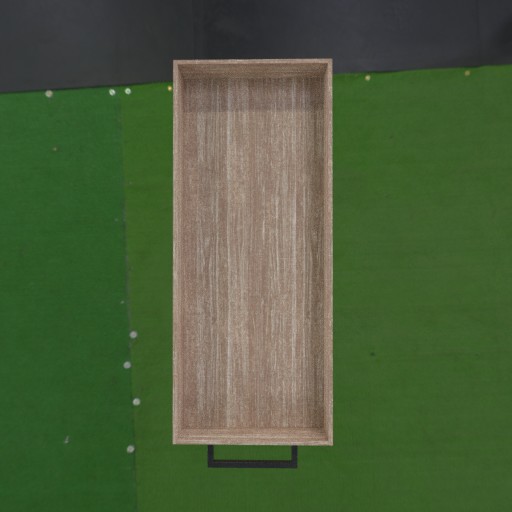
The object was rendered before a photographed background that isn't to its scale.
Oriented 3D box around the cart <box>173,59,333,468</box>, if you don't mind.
[{"bbox_3d":[0.000,0.000,1.497,0.500,0.787,1.101,0,90,1],"label":"cart"}]
